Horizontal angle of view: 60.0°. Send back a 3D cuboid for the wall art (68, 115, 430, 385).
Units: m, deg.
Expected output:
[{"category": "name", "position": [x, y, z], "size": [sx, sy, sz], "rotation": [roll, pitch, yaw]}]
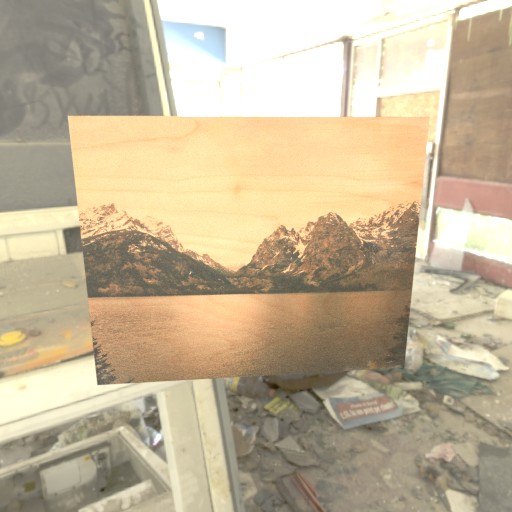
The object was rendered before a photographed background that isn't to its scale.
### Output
[{"category": "wall art", "position": [0.000, 0.000, 0.679], "size": [0.508, 0.408, 0.010], "rotation": [-2, 16, -6]}]
